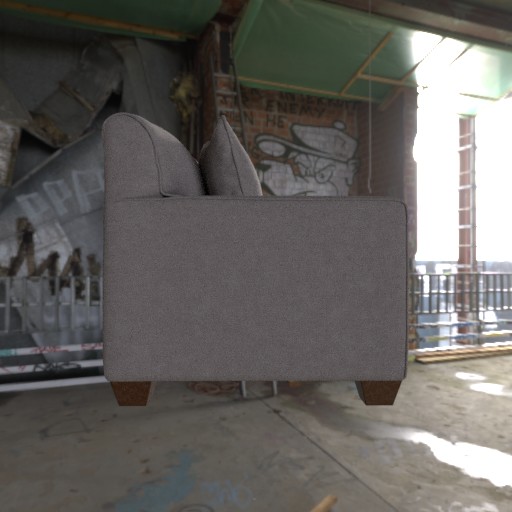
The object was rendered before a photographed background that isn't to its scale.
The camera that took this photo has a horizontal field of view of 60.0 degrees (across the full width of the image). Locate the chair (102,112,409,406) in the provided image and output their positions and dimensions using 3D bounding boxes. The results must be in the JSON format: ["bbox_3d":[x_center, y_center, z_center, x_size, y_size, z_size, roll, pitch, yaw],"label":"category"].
[{"bbox_3d":[0.000,0.000,2.038,0.992,0.953,1.395,0,-1,0],"label":"chair"}]
